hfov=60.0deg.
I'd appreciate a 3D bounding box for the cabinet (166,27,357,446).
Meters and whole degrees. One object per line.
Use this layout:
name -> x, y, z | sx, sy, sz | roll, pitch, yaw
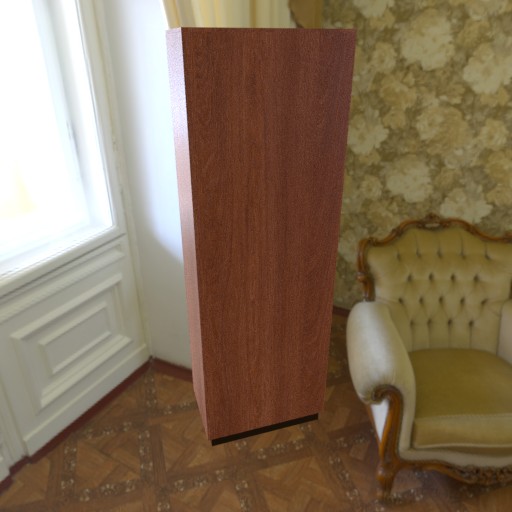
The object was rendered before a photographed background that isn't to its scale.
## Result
cabinet -> 0.000, 0.000, 2.175 | 0.660, 1.980, 0.420 | -8, 27, -16
